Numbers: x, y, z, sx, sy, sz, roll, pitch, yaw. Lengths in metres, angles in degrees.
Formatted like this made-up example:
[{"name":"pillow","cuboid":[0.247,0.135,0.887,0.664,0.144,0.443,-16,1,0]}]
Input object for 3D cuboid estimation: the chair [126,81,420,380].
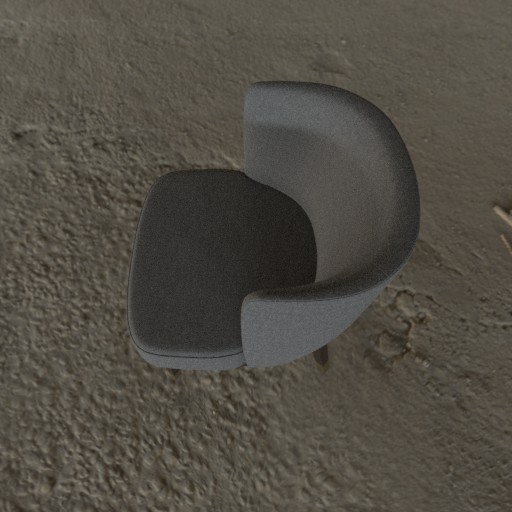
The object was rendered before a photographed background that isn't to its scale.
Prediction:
[{"name":"chair","cuboid":[0.000,0.000,1.260,0.698,0.695,0.639,0,58,0]}]
